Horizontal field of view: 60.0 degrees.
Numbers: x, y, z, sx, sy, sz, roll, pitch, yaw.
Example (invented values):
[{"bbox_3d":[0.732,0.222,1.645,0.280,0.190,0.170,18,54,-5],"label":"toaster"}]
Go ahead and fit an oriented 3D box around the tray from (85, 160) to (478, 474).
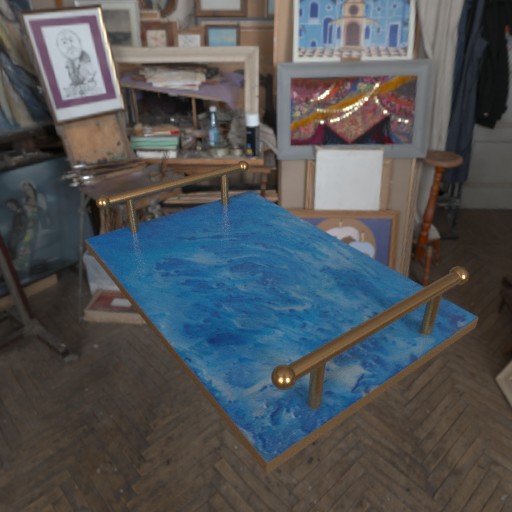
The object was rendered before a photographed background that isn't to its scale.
[{"bbox_3d":[0.000,0.000,0.565,0.304,0.084,0.444,-21,38,-30],"label":"tray"}]
